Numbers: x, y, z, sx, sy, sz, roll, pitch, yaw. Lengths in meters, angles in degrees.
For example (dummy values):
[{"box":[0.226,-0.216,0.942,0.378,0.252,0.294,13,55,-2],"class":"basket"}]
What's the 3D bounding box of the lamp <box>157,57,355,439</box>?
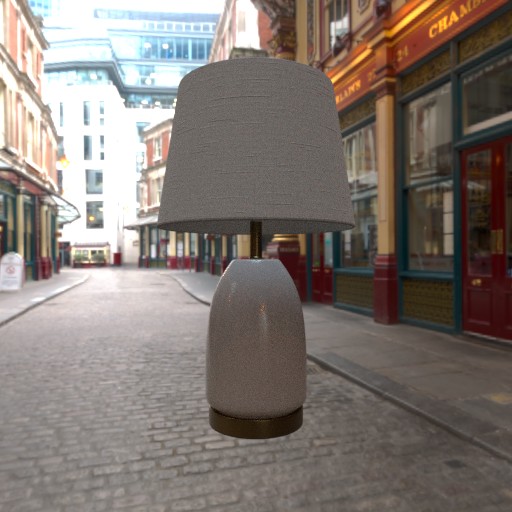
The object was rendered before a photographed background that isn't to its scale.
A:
[{"box":[0.000,0.000,0.651,0.285,0.483,0.285,0,-1,0],"class":"lamp"}]
